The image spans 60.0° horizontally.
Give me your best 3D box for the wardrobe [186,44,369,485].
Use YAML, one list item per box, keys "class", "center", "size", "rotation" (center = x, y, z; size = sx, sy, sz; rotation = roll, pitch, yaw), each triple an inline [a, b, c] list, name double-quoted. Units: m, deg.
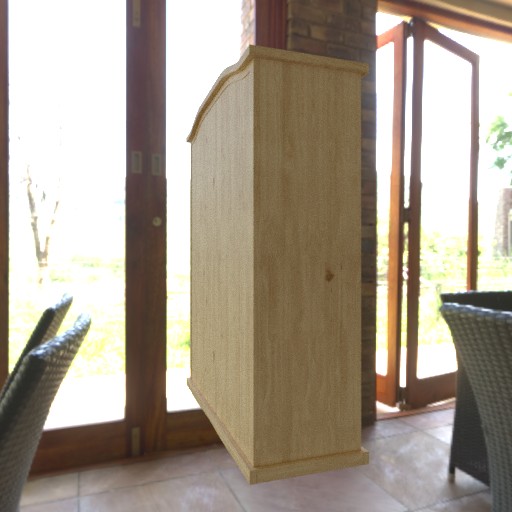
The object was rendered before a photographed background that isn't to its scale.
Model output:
- class: "wardrobe"
  center: [0.000, 0.000, 2.608]
  size: [0.570, 1.870, 1.500]
  rotation: [0, 0, -19]
